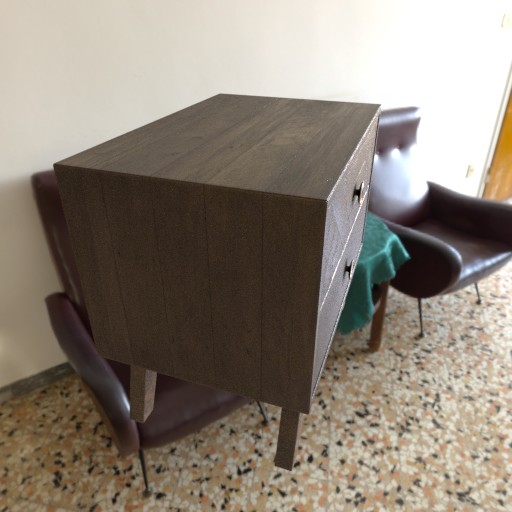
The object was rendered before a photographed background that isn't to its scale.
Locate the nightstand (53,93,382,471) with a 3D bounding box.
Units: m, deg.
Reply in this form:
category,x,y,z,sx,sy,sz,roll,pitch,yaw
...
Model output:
category,x,y,z,sx,sy,sz,roll,pitch,yaw
nightstand,0.000,0.000,1.045,0.450,0.599,0.650,10,31,17
